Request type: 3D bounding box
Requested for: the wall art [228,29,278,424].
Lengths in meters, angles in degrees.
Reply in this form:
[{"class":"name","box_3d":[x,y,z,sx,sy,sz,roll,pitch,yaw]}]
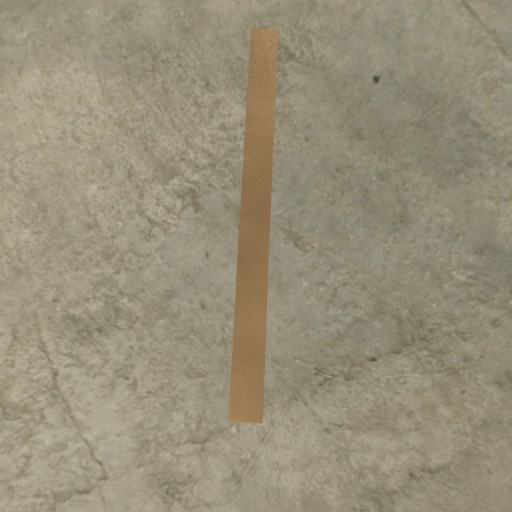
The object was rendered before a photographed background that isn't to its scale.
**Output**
[{"class":"wall art","box_3d":[0.000,0.000,0.793,0.038,0.511,0.513,3,75,1]}]
